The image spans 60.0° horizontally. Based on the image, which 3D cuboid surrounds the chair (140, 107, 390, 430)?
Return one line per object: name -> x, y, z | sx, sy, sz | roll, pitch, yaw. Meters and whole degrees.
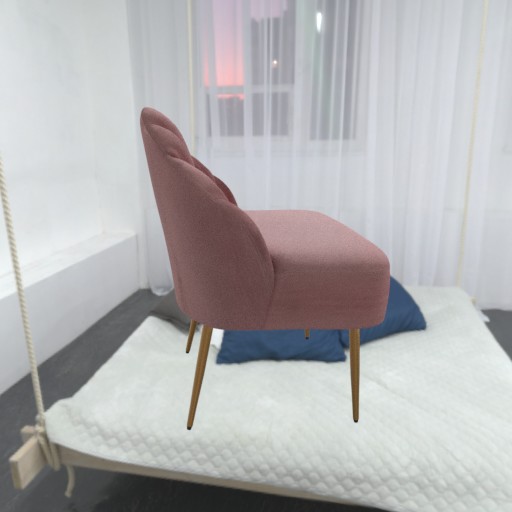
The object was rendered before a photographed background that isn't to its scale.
chair -> 0.000, 0.000, 1.292 | 0.599, 0.819, 0.657 | -3, 16, -9
